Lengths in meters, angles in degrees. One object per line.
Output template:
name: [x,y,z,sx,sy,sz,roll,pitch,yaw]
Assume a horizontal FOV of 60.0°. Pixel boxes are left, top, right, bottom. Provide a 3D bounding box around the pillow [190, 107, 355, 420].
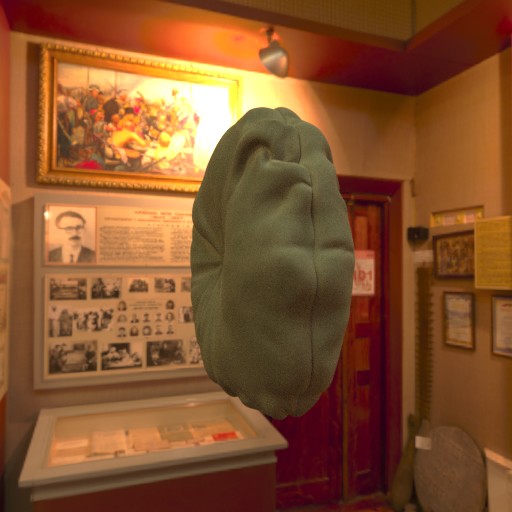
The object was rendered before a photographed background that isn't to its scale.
pillow: [0.000,0.000,0.637,0.148,0.407,0.428,0,-2,-18]
